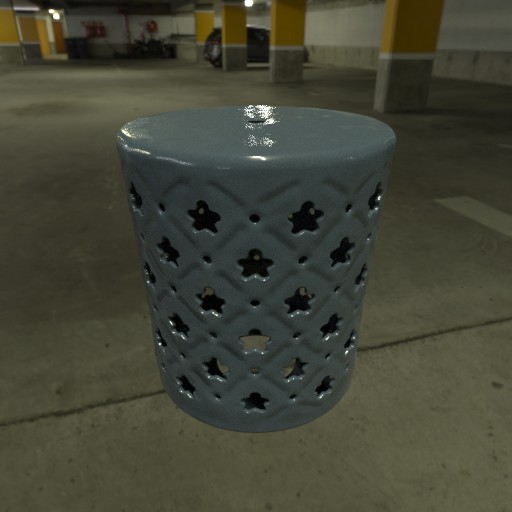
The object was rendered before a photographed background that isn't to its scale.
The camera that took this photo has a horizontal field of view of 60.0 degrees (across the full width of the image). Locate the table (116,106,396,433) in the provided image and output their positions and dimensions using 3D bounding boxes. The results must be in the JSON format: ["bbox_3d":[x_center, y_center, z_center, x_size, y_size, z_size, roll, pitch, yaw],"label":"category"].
[{"bbox_3d":[0.000,0.000,0.656,0.352,0.387,0.352,0,26,0],"label":"table"}]
